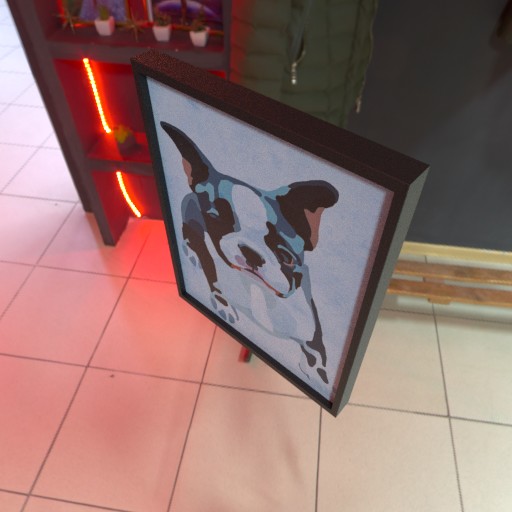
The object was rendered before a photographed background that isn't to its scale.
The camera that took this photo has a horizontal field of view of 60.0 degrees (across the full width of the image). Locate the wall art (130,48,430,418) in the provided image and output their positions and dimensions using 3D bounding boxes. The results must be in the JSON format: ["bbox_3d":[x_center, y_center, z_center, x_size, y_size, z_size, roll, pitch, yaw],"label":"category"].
[{"bbox_3d":[0.000,0.000,0.499,0.294,0.369,0.030,33,55,27],"label":"wall art"}]
